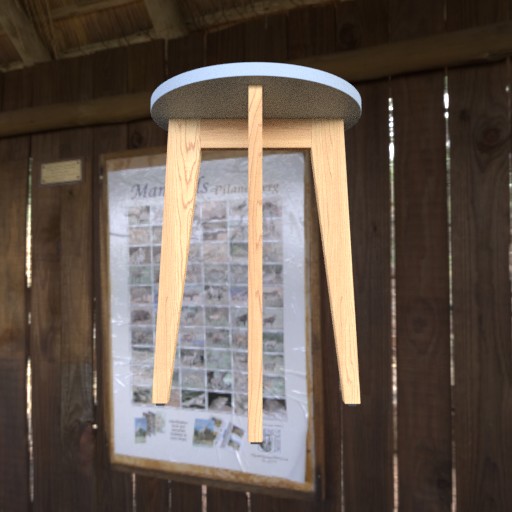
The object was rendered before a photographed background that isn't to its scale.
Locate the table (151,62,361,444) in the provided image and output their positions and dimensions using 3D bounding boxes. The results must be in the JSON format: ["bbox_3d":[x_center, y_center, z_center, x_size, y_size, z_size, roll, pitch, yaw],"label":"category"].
[{"bbox_3d":[0.000,0.000,0.751,0.350,0.500,0.350,0,-2,0],"label":"table"}]
